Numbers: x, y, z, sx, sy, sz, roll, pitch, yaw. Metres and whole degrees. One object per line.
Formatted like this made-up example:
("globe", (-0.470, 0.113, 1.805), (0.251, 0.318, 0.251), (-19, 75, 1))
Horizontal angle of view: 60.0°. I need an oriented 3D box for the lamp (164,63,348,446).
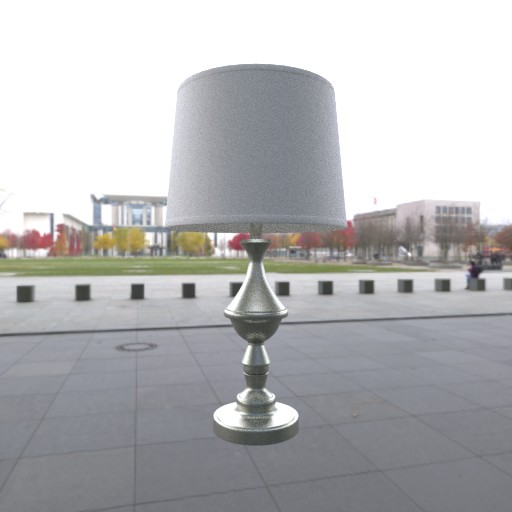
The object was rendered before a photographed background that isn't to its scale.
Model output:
("lamp", (0.000, 0.000, 0.946), (0.383, 0.733, 0.383), (0, 0, 0))
